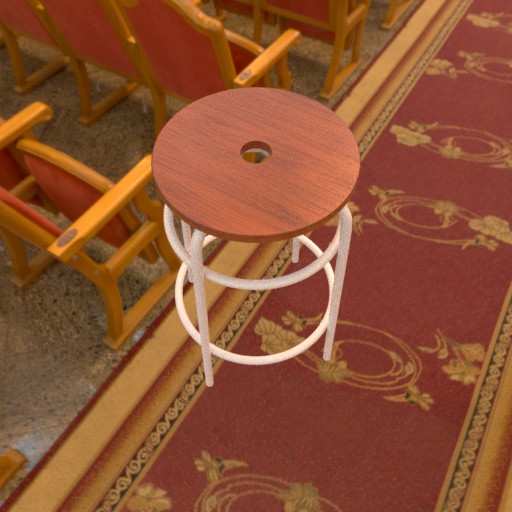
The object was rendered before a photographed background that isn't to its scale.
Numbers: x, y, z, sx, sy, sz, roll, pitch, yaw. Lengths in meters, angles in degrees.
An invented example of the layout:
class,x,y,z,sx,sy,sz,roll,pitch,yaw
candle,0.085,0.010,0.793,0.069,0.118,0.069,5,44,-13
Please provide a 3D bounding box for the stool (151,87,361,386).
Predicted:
class,x,y,z,sx,sy,sz,roll,pitch,yaw
stool,0.000,0.000,0.967,0.455,0.610,0.455,28,61,17
